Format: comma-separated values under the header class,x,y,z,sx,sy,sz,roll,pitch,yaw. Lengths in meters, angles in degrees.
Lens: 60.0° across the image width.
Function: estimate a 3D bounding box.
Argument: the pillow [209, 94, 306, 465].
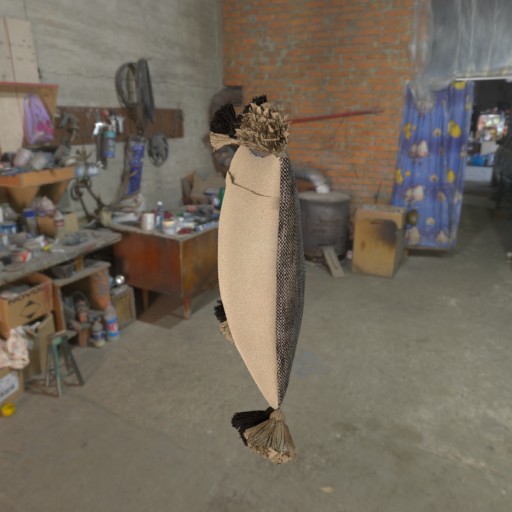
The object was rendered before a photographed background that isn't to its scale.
class,x,y,z,sx,sy,sz,roll,pitch,yaw
pillow,0.000,0.000,0.978,0.170,0.659,0.654,-3,17,-9
